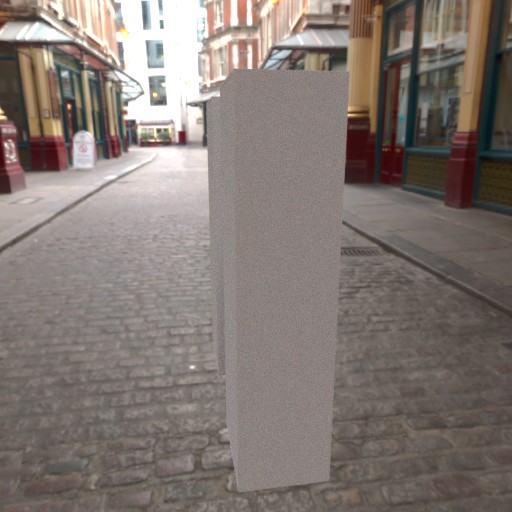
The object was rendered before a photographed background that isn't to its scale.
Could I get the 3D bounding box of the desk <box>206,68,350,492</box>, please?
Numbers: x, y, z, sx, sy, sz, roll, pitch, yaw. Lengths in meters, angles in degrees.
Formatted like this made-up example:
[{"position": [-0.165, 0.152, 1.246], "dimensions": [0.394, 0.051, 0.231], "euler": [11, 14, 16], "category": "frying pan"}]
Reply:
[{"position": [0.000, 0.000, 2.876], "dimensions": [0.480, 2.000, 1.770], "euler": [-2, 15, -9], "category": "desk"}]
